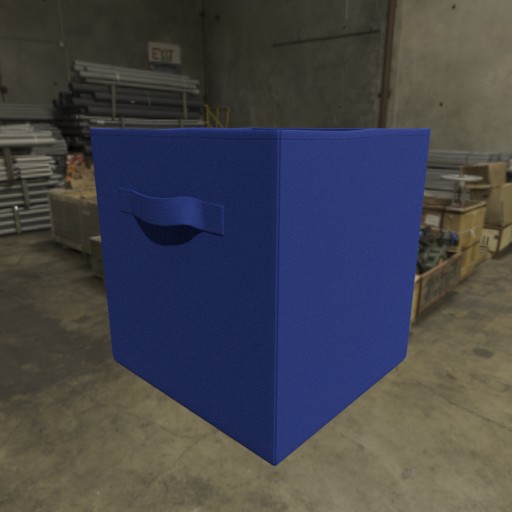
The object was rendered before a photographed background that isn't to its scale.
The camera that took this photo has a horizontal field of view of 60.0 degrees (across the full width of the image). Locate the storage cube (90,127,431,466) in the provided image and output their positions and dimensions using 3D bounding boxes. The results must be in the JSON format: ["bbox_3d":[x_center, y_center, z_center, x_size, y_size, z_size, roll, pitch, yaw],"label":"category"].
[{"bbox_3d":[0.000,0.000,0.506,0.270,0.280,0.270,15,22,41],"label":"storage cube"}]
